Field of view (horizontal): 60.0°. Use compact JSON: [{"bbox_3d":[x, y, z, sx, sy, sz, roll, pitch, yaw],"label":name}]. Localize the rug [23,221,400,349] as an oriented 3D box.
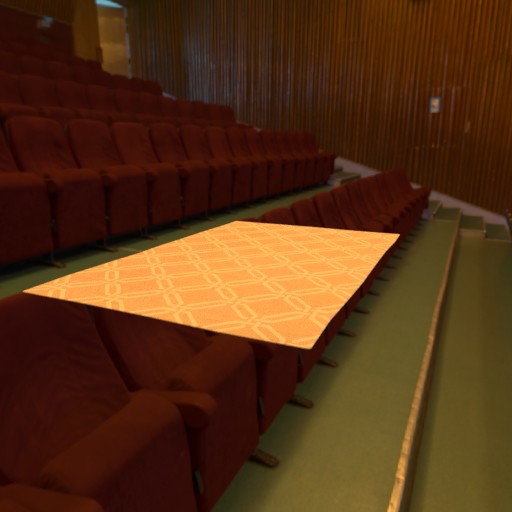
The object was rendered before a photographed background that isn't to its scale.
[{"bbox_3d":[0.000,0.000,2.193,1.146,0.010,1.745,7,16,24],"label":"rug"}]
